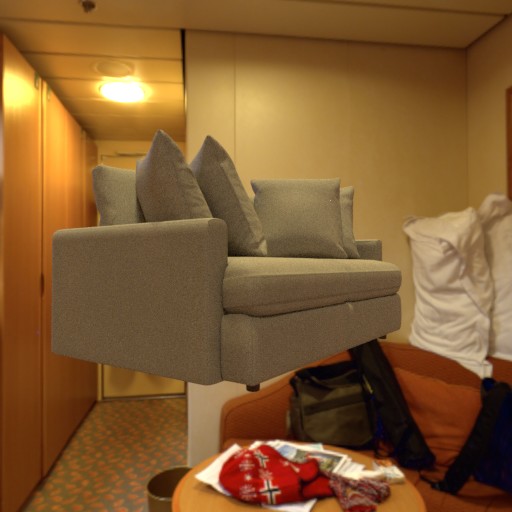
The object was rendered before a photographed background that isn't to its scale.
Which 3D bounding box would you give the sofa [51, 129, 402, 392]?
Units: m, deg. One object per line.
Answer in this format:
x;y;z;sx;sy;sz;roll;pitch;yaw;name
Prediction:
0.000;0.000;2.622;1.228;1.080;1.869;-1;-1;35;sofa
